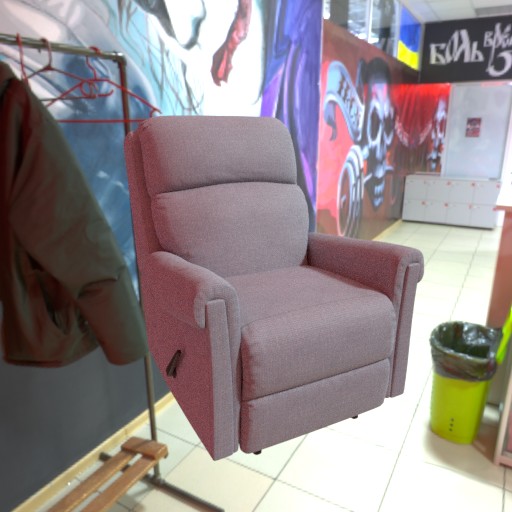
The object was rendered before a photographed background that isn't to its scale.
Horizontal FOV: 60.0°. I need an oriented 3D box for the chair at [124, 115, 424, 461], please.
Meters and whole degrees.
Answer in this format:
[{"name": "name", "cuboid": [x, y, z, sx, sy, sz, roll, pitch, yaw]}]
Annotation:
[{"name": "chair", "cuboid": [0.000, 0.000, 1.721, 0.838, 1.054, 1.014, -8, 18, -26]}]
